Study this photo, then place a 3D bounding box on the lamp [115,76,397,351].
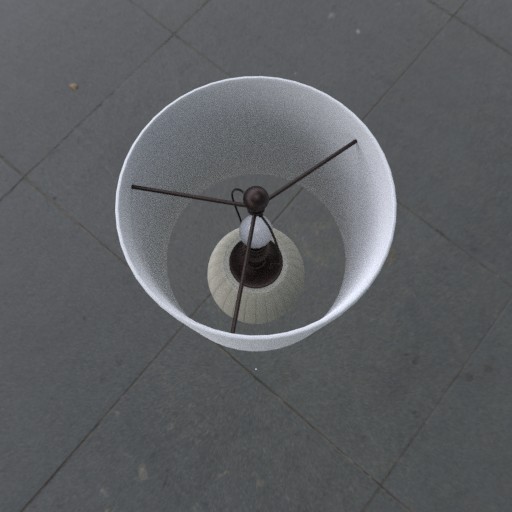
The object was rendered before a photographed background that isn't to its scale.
[{"bbox_3d":[0.000,0.000,0.779,0.329,0.570,0.329,-34,78,-8],"label":"lamp"}]
